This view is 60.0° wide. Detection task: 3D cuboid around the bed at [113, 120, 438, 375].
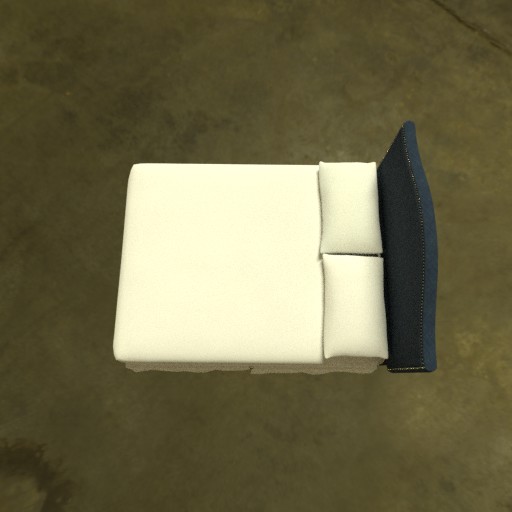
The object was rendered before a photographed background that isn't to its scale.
[{"bbox_3d":[0.000,0.000,3.331,2.153,1.518,1.713,1,75,0],"label":"bed"}]
